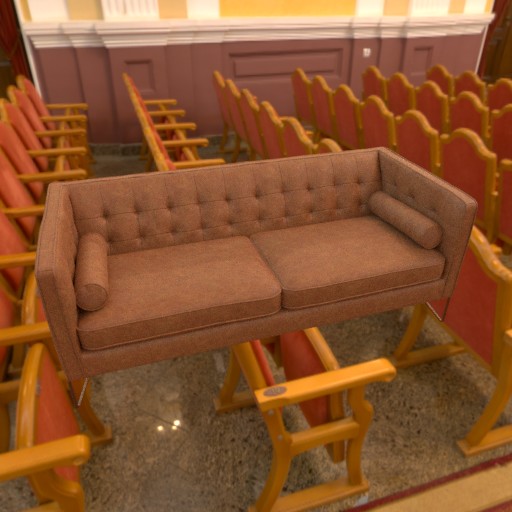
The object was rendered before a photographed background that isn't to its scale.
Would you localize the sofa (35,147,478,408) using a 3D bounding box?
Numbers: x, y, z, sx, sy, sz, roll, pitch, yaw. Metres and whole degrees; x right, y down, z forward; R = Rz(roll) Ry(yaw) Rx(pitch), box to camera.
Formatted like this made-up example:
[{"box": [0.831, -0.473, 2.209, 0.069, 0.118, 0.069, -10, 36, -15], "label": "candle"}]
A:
[{"box": [0.000, 0.000, 2.487, 2.079, 0.798, 0.912, -10, 33, -15], "label": "sofa"}]
